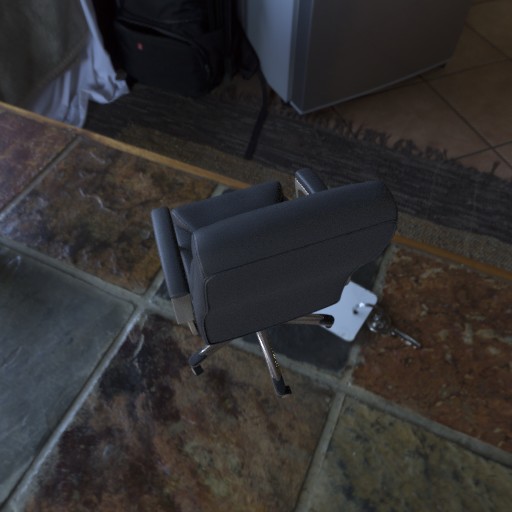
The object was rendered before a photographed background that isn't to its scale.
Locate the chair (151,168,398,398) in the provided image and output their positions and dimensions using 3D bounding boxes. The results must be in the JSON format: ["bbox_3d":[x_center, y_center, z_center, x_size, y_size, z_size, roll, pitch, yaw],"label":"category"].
[{"bbox_3d":[0.000,0.000,1.609,0.694,1.188,0.748,-17,59,-11],"label":"chair"}]
